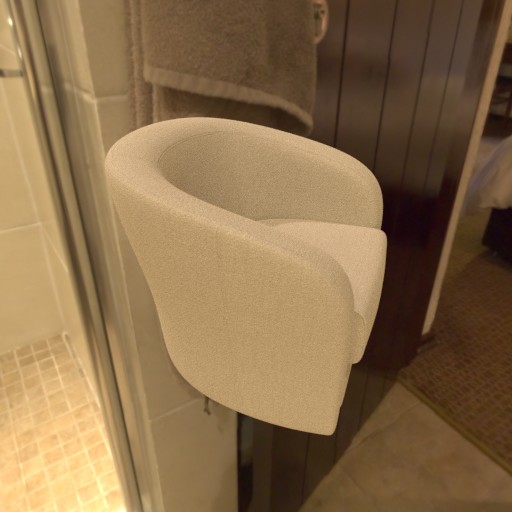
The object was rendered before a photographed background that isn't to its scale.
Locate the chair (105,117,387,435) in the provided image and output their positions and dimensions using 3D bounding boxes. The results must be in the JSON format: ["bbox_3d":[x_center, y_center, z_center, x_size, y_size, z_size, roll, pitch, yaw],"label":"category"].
[{"bbox_3d":[0.000,0.000,1.454,0.815,0.771,0.791,10,31,17],"label":"chair"}]
